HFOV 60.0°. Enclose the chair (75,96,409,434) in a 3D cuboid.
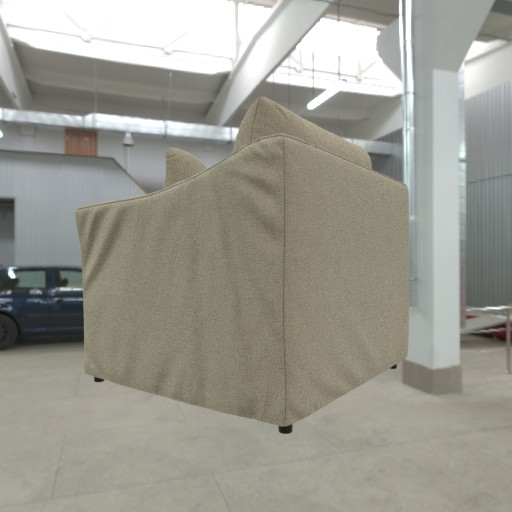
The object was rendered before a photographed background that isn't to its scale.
[{"bbox_3d":[0.000,0.000,2.043,1.071,1.093,1.194,0,0,36],"label":"chair"}]
